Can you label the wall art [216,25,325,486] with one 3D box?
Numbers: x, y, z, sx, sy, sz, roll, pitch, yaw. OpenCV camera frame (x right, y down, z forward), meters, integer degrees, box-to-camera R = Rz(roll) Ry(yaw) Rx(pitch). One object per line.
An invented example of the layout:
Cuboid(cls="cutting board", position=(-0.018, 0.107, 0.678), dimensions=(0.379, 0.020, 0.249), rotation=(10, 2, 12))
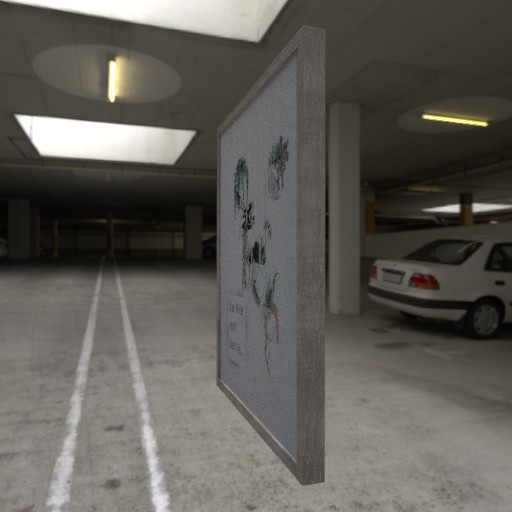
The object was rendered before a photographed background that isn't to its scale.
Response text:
Cuboid(cls="wall art", position=(0.000, 0.000, 0.706), dimensions=(0.032, 0.521, 0.421), rotation=(0, 0, -19))
